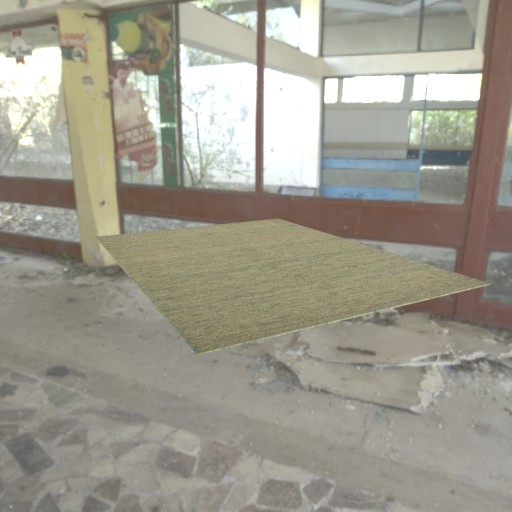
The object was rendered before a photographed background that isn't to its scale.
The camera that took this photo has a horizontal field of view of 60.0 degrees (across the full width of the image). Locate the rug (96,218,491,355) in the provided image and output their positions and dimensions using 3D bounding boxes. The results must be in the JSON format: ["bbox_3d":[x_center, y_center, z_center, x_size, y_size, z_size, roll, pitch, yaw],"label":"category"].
[{"bbox_3d":[0.000,0.000,4.256,2.437,0.014,3.201,-8,17,-27],"label":"rug"}]
